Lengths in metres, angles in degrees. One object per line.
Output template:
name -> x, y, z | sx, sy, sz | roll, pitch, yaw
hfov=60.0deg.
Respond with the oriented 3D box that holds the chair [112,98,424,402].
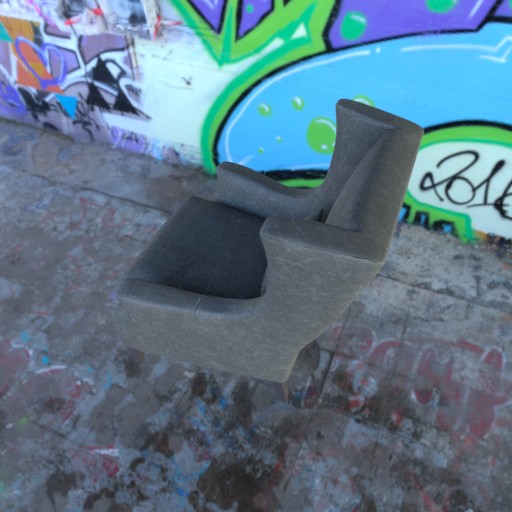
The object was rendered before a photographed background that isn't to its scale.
chair -> 0.000, 0.000, 1.707 | 0.926, 1.016, 0.853 | 17, 48, 16
